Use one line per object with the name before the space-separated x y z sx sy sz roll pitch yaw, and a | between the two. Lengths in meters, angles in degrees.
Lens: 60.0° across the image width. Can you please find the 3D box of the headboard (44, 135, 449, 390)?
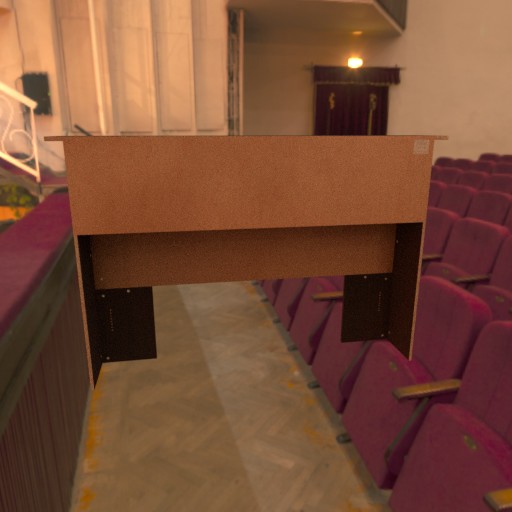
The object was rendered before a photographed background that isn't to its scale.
headboard | 0.000 0.000 2.086 1.671 1.092 0.279 -3 16 -10
